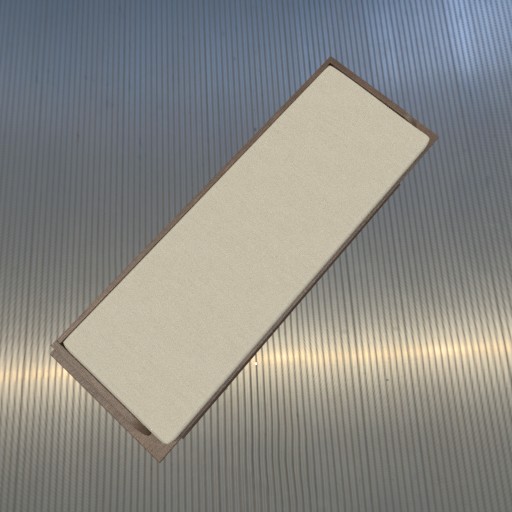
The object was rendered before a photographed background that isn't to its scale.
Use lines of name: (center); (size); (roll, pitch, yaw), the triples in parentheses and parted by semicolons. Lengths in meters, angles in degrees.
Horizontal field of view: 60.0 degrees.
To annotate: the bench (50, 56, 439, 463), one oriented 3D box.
bench: (0.000, 0.000, 1.431); (0.402, 0.501, 1.185); (40, 80, 9)
